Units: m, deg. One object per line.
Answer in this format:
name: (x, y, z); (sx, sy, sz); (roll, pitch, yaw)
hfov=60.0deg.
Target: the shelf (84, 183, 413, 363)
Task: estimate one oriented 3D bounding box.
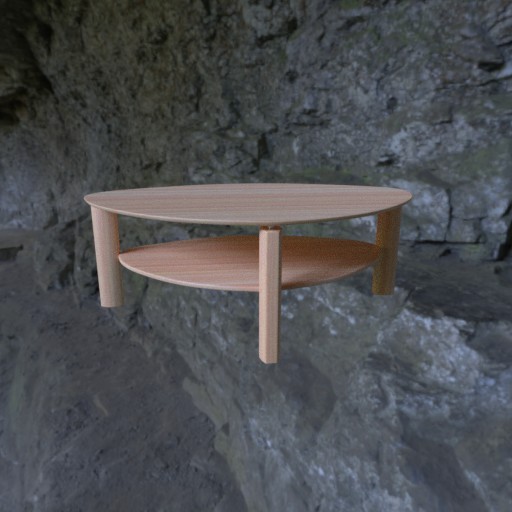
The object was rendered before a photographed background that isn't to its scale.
shelf: (0.000, 0.000, 1.662); (1.246, 0.440, 0.845); (-2, 16, -6)
